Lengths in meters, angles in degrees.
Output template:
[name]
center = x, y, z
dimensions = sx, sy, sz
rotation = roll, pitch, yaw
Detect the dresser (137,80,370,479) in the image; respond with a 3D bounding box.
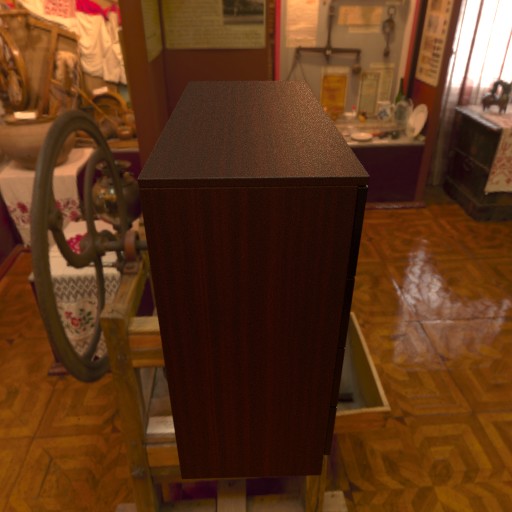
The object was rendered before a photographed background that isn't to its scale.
[dresser]
center = 0.000, 0.000, 1.139
dimensions = 0.360, 0.720, 0.750
rotation = -1, 31, -1
